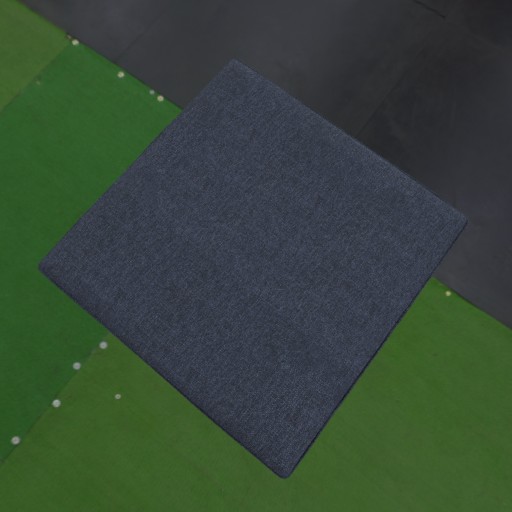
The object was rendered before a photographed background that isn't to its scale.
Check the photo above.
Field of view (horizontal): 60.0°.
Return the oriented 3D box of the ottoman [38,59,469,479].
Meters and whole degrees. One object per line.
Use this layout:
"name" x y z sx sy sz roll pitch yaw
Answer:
"ottoman" 0.000 0.000 1.583 1.023 0.423 1.017 38 79 9
